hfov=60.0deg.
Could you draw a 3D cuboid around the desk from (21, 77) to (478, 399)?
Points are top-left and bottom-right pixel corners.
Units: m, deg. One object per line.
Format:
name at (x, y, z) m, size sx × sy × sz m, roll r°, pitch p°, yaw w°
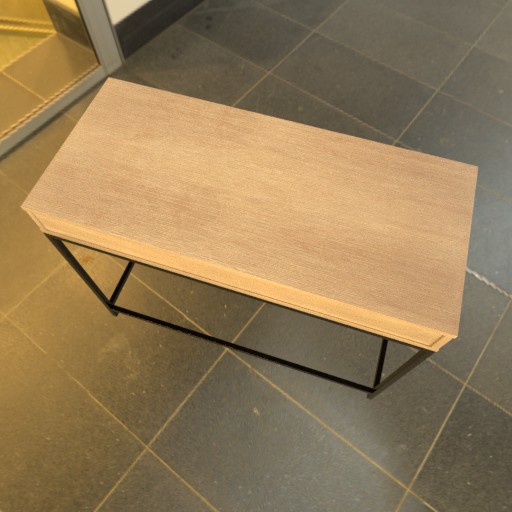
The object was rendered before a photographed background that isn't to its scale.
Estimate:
desk at (0.000, 0.000, 1.414) m, size 1.016 × 0.762 × 0.470 m, roll 16°, pitch 64°, yaw 8°
